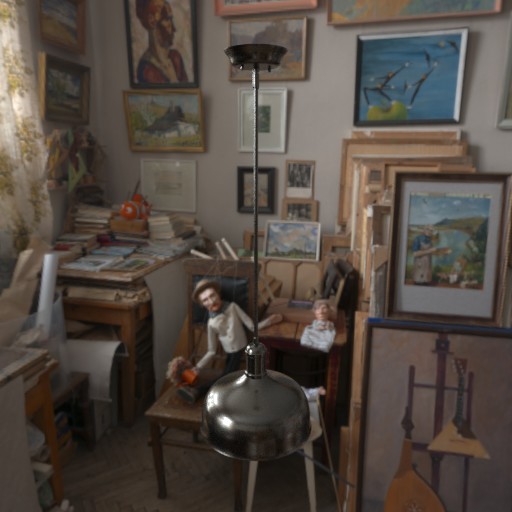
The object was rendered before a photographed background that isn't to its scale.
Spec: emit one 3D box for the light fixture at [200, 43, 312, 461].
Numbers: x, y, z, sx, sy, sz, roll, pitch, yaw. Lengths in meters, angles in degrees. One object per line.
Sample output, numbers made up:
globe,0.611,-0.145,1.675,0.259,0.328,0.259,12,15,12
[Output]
light fixture,0.000,0.000,1.093,0.299,0.935,0.299,-7,15,-25
